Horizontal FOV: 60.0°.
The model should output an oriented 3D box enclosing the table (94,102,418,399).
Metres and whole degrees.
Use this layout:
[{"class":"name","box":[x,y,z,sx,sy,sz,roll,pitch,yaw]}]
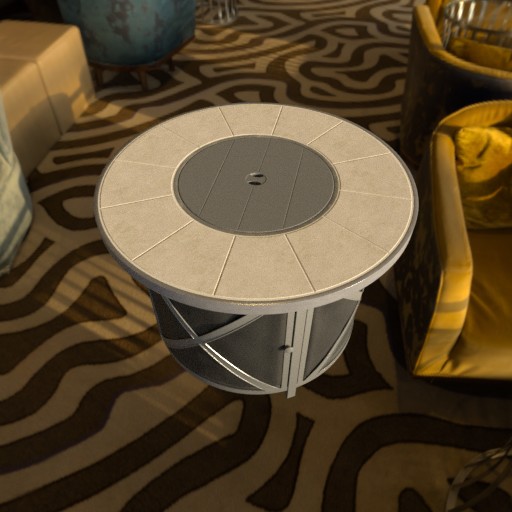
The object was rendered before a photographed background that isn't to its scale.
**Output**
[{"class":"table","box":[0.000,0.000,1.522,0.914,0.650,0.914,0,47,0]}]
